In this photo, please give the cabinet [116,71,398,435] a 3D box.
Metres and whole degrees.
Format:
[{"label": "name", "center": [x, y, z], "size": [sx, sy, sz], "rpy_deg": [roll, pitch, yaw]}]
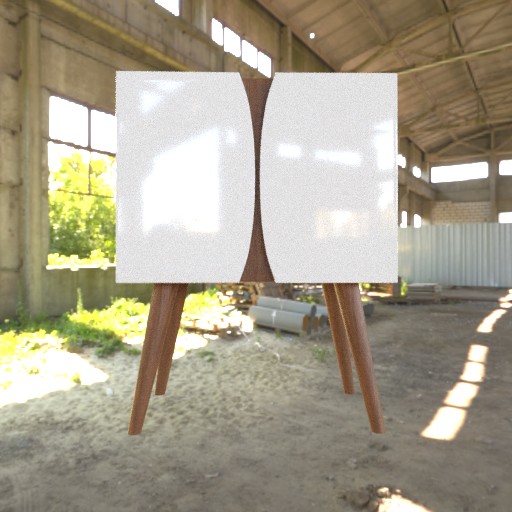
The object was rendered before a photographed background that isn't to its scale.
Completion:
[{"label": "cabinet", "center": [0.000, 0.000, 1.097], "size": [0.591, 0.772, 0.344], "rpy_deg": [0, 0, -1]}]
